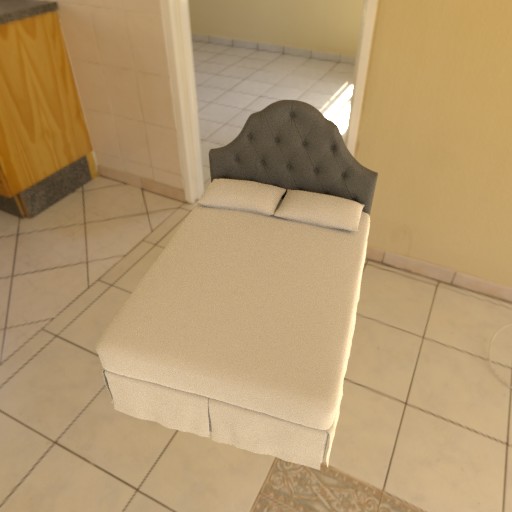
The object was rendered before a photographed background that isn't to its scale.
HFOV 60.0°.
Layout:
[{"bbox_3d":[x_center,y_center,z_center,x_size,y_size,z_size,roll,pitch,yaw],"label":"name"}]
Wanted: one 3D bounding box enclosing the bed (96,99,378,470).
[{"bbox_3d":[0.000,0.000,3.315,1.636,1.575,2.155,11,42,13],"label":"bed"}]
